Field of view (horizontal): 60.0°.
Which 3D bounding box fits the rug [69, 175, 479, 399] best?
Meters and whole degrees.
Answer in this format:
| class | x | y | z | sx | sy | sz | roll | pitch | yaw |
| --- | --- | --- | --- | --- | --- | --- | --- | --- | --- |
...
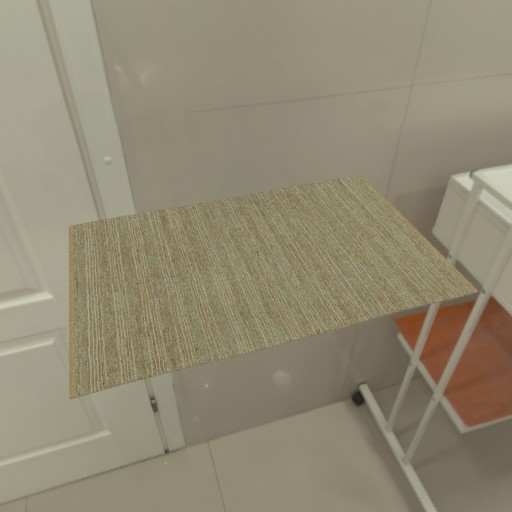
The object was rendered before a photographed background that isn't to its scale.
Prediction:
| class | x | y | z | sx | sy | sz | roll | pitch | yaw |
| --- | --- | --- | --- | --- | --- | --- | --- | --- | --- |
| rug | 0.000 | 0.000 | 3.050 | 2.448 | 0.012 | 1.540 | -12 | 42 | -14 |
